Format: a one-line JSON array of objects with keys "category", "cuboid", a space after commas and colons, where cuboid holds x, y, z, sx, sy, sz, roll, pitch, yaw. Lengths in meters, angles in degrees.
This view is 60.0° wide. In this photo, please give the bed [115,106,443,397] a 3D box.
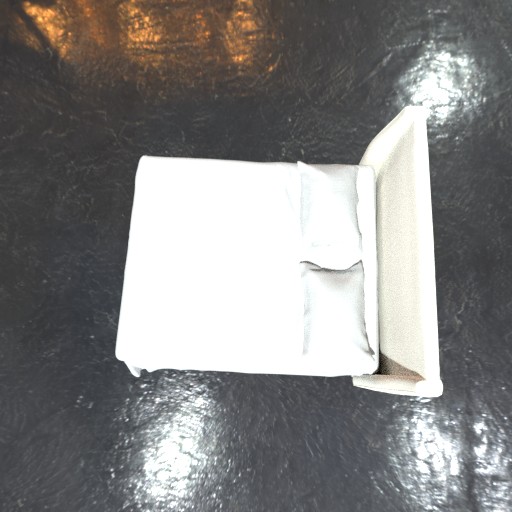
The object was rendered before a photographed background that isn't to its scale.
[{"category": "bed", "cuboid": [0.000, 0.000, 3.433, 2.276, 1.332, 1.925, 3, 76, 1]}]
